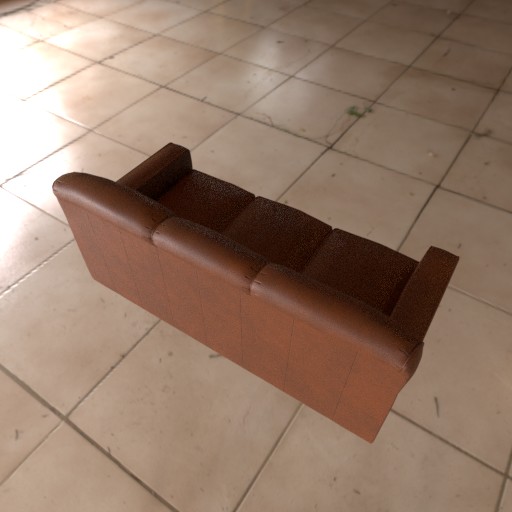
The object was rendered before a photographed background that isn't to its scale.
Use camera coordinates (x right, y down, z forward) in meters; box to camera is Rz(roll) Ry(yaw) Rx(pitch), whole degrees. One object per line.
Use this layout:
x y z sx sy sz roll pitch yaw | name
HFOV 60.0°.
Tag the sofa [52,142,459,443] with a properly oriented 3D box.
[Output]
0.000 0.000 2.587 2.039 0.953 1.008 25 52 21 | sofa
